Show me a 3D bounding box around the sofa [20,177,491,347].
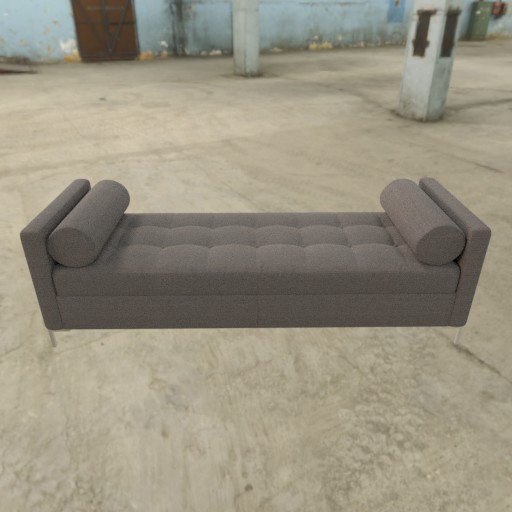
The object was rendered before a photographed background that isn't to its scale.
[{"bbox_3d":[0.000,0.000,2.283,1.981,0.635,0.686,0,29,-1],"label":"sofa"}]
